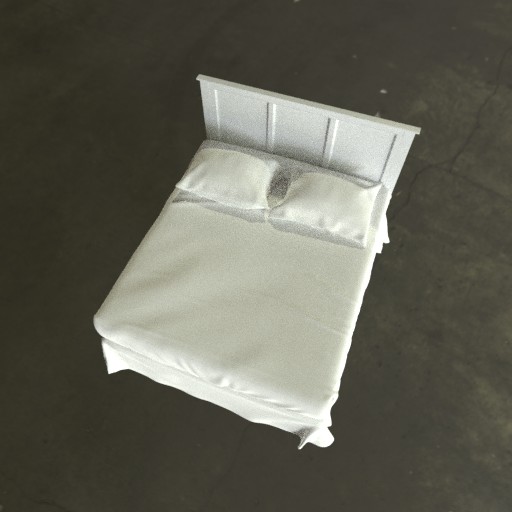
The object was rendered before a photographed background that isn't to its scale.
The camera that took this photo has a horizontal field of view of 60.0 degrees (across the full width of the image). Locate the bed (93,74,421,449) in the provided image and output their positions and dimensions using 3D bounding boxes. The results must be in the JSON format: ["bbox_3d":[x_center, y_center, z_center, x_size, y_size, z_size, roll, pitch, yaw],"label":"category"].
[{"bbox_3d":[0.000,0.000,3.205,1.876,1.269,2.047,18,59,11],"label":"bed"}]
